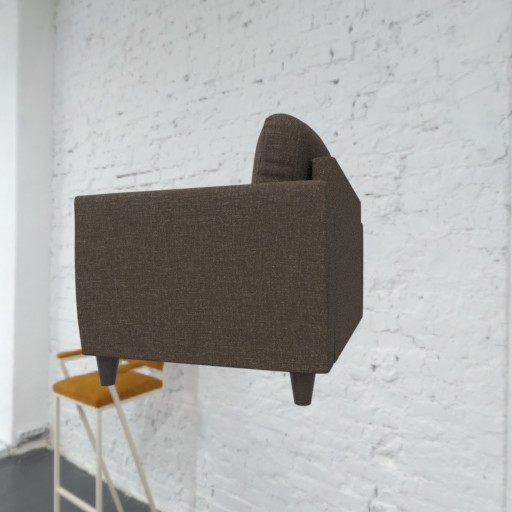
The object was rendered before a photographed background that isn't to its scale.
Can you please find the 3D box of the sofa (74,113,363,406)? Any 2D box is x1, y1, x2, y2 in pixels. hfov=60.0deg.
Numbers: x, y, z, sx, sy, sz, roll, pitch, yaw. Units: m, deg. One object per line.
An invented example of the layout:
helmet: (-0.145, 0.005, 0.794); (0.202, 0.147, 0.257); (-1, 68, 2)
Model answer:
sofa: (0.000, 0.000, 1.990); (0.851, 0.885, 1.423); (0, -1, 18)
